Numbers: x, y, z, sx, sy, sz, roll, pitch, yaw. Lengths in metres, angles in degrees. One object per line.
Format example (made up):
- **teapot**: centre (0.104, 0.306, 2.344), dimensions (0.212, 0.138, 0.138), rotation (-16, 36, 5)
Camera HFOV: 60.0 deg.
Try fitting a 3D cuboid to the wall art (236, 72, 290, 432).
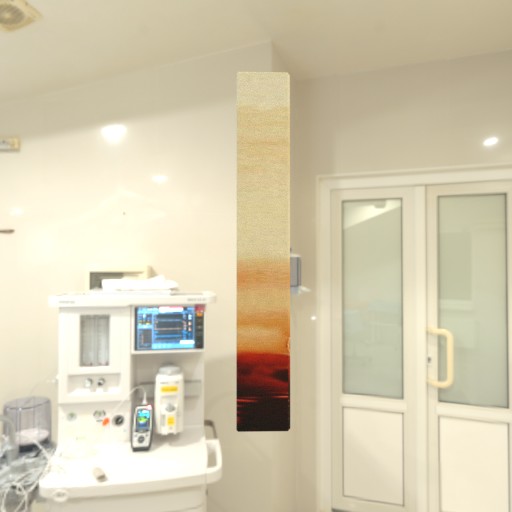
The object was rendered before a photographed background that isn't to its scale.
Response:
- **wall art**: centre (0.000, 0.000, 0.500), dimensions (0.037, 0.251, 0.383), rotation (0, -1, -2)
